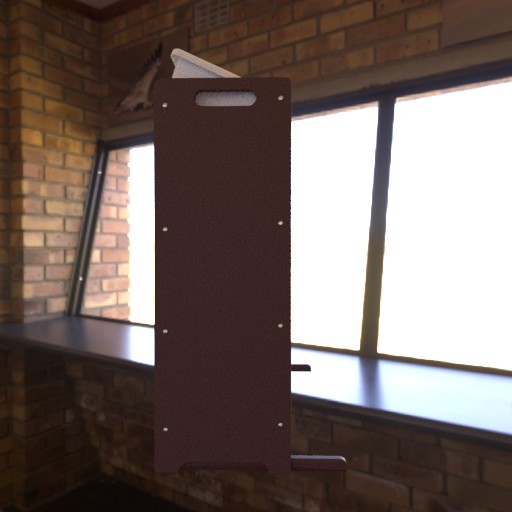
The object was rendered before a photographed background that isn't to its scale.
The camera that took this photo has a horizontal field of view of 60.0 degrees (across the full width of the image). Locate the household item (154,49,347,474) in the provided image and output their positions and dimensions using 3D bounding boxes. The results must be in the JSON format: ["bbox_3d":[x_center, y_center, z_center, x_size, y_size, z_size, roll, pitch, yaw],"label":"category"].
[{"bbox_3d":[0.000,0.000,1.273,0.389,0.864,0.787,0,1,2],"label":"household item"}]
